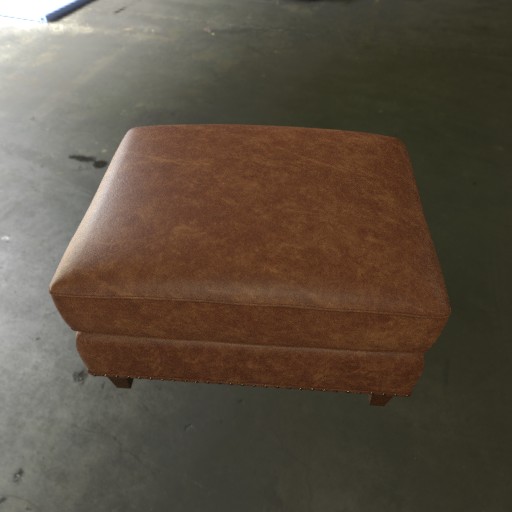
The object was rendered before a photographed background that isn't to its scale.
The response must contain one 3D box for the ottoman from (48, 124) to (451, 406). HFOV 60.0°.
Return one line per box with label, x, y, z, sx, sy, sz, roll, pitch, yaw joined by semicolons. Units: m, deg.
ottoman;0.000;0.000;1.106;0.742;0.486;0.586;3;47;3
